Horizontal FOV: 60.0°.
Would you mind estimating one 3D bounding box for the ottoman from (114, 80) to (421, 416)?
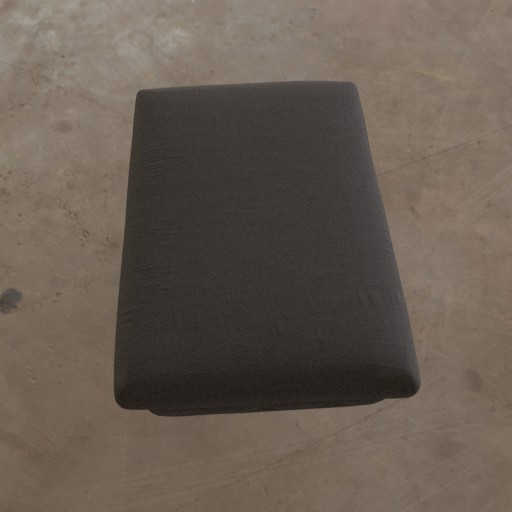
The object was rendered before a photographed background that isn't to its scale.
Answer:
[{"bbox_3d":[0.000,0.000,1.129,0.569,0.500,0.771,-3,64,-1],"label":"ottoman"}]
